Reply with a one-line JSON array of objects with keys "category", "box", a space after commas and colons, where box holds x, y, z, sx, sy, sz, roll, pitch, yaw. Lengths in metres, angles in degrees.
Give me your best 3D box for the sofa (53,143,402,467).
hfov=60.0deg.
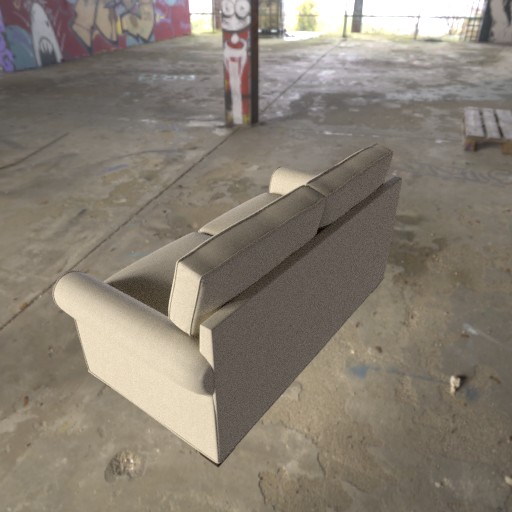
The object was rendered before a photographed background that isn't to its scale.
[{"category": "sofa", "box": [0.000, 0.000, 2.300, 0.861, 0.933, 1.774, 21, 37, 31]}]
